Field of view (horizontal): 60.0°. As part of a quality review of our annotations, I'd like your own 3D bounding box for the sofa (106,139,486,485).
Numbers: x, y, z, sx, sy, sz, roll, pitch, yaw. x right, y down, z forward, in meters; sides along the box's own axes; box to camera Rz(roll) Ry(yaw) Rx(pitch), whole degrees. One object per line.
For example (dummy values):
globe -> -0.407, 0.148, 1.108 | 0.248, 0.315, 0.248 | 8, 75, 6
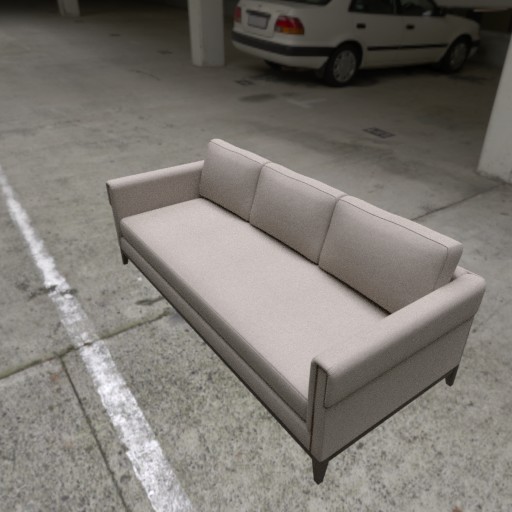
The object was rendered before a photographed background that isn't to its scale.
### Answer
sofa -> 0.000, 0.000, 2.598 | 0.959, 0.838, 2.210 | -20, 36, -30
